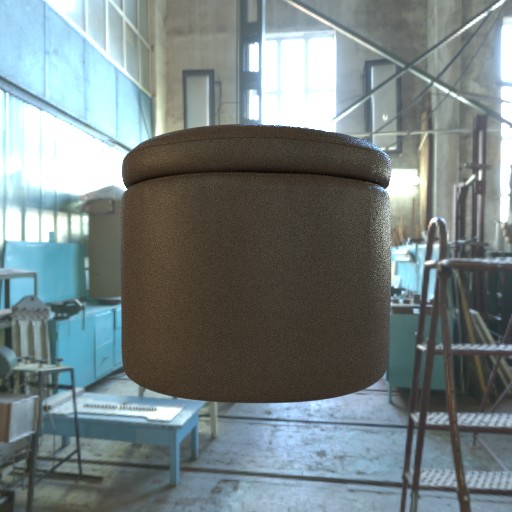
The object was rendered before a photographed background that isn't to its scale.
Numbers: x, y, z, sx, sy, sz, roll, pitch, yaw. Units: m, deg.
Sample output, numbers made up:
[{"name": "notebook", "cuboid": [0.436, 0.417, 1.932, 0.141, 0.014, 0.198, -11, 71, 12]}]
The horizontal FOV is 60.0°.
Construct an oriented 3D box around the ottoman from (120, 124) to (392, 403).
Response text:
[{"name": "ottoman", "cuboid": [0.000, 0.000, 0.854, 0.500, 0.409, 0.500, 0, 1, 0]}]
